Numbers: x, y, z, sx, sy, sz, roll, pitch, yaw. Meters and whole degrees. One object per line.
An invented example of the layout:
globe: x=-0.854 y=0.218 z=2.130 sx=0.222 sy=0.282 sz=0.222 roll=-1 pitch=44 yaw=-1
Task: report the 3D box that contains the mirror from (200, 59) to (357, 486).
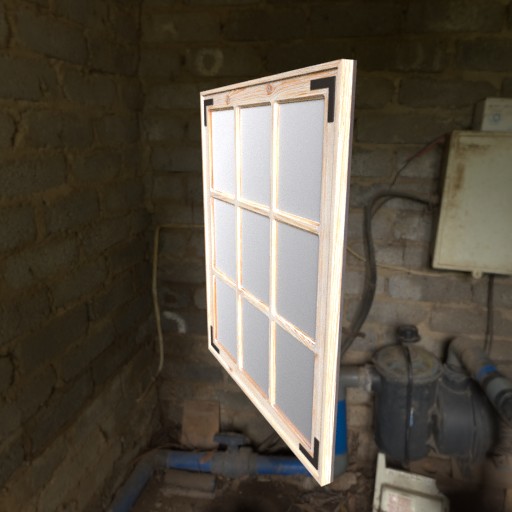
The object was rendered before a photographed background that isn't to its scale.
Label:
mirror: x=0.000 y=0.000 z=1.194 sx=0.032 sy=0.882 sz=0.730 roll=-7 pitch=17 yaw=-25
